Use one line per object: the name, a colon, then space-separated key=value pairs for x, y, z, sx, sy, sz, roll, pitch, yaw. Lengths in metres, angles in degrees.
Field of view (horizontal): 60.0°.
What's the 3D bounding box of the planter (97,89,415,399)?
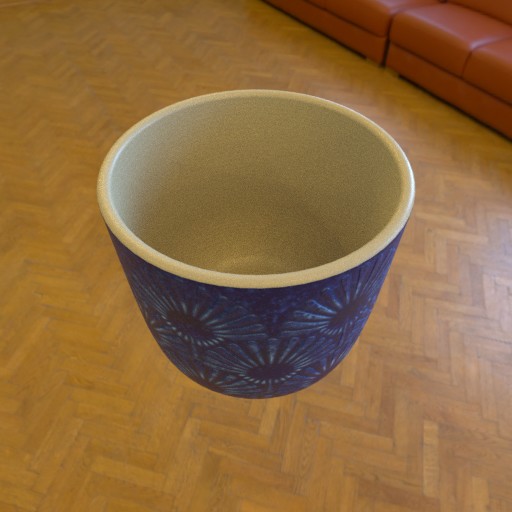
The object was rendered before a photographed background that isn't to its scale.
planter: x=0.000 y=0.000 z=0.216 sx=0.124 sy=0.109 sz=0.124 roll=0 pitch=48 yaw=0
